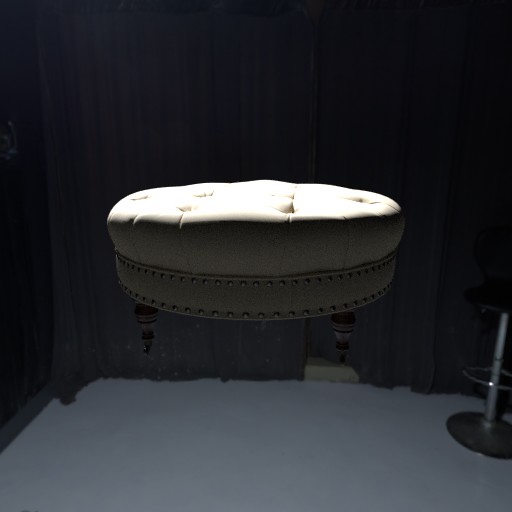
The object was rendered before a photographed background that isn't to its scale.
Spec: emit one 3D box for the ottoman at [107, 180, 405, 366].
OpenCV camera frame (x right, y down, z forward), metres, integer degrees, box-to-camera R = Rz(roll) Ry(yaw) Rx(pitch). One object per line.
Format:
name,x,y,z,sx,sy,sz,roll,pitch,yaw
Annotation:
ottoman,0.000,0.000,1.417,0.901,0.439,0.901,0,14,0
